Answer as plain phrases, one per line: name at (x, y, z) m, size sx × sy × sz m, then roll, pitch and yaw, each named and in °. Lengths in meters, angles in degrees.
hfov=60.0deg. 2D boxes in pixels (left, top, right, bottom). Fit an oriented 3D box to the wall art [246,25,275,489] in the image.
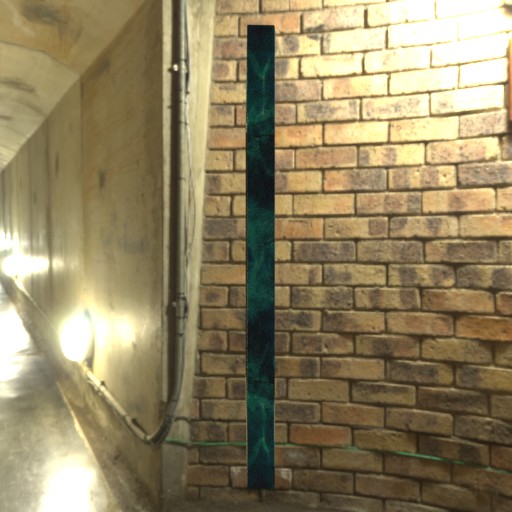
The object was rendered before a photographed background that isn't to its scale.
wall art at (0.000, 0.000, 0.859) m, size 0.038 × 0.635 × 0.508 m, roll 0°, pitch 1°, yaw -2°
